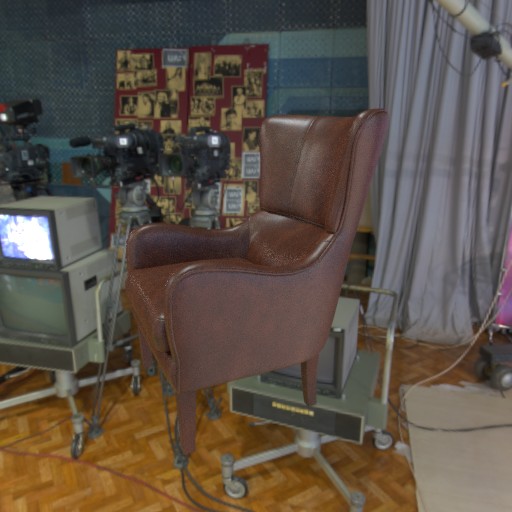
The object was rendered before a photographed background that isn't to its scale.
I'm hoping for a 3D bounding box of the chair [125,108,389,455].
[{"bbox_3d":[0.000,0.000,1.678,0.914,1.048,0.692,-7,17,-24],"label":"chair"}]
